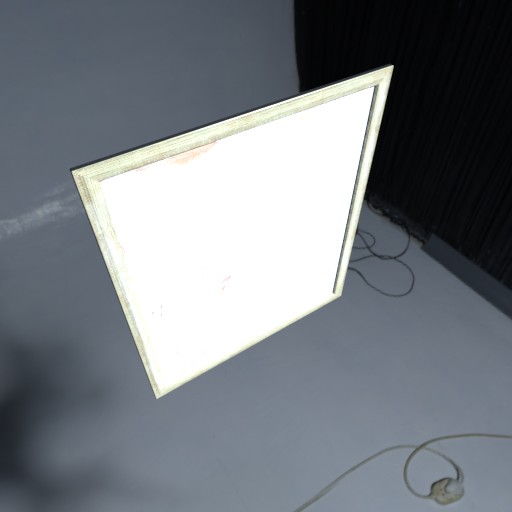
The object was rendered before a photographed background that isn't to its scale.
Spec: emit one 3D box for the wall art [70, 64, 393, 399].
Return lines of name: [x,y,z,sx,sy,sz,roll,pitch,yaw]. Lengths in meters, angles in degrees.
wall art: [0.000,0.000,0.778,0.483,0.559,0.009,-25,52,-22]
